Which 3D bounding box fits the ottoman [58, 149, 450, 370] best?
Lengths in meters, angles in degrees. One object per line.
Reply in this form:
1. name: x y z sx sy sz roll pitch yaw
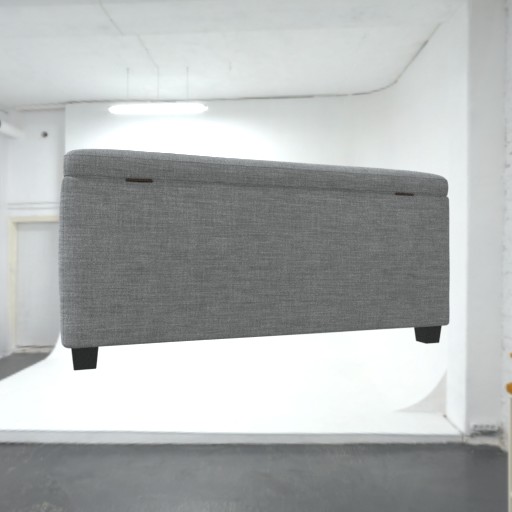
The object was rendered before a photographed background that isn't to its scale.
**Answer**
1. ottoman: 0.000 0.000 1.136 0.902 0.432 0.419 0 0 -19
